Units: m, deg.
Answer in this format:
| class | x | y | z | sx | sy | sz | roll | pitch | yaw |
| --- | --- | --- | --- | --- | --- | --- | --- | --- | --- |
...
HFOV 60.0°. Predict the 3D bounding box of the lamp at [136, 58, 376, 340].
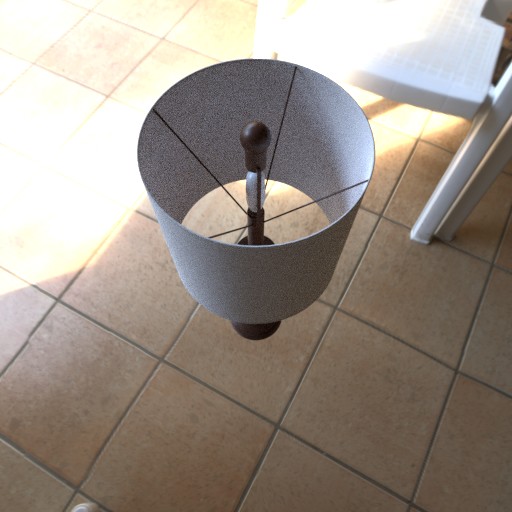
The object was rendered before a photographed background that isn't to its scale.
| class | x | y | z | sx | sy | sz | roll | pitch | yaw |
| --- | --- | --- | --- | --- | --- | --- | --- | --- | --- |
| lamp | 0.000 | 0.000 | 0.715 | 0.250 | 0.597 | 0.250 | 20 | 66 | 10 |
